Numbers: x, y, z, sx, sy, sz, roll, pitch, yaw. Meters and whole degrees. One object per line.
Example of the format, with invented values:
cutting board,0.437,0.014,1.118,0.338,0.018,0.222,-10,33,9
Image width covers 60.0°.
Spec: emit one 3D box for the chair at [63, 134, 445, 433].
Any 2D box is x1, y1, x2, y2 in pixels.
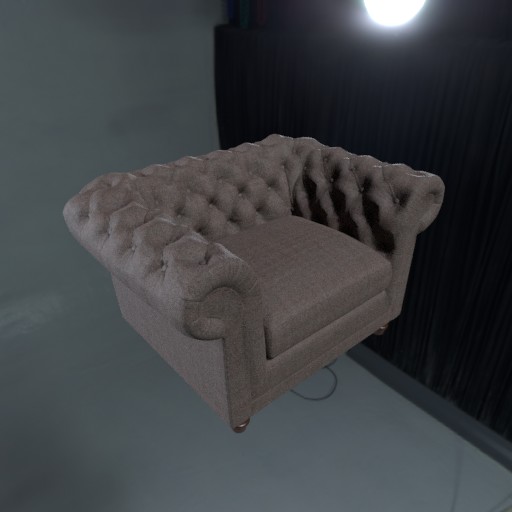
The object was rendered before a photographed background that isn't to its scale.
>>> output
chair,0.000,0.000,1.915,1.298,0.780,0.945,-23,37,-35
